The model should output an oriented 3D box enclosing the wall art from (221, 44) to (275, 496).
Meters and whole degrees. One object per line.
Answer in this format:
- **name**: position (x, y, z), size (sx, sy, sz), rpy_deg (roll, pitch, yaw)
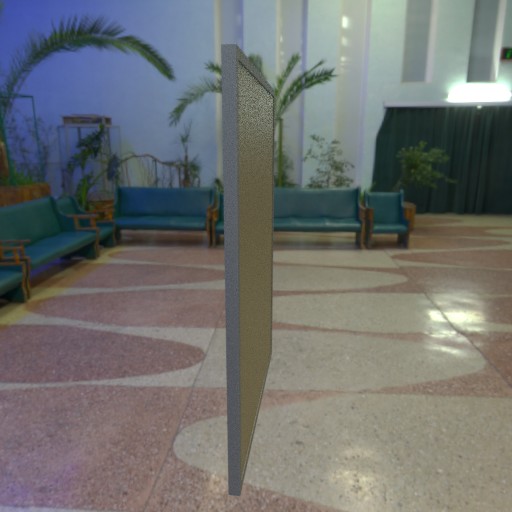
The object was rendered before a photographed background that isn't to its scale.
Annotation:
- **wall art**: position (0.000, 0.000, 1.362), size (0.034, 1.042, 0.789), rpy_deg (2, 14, 7)
